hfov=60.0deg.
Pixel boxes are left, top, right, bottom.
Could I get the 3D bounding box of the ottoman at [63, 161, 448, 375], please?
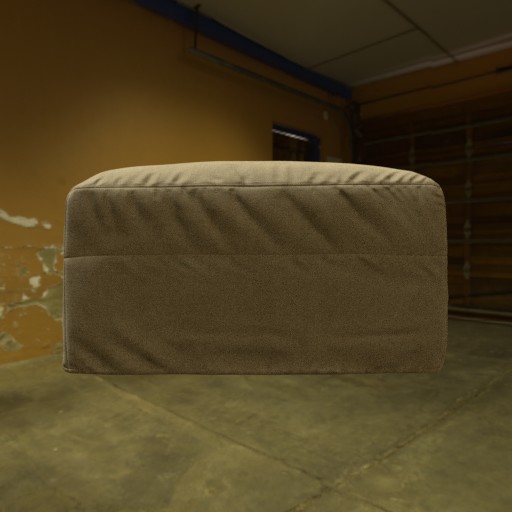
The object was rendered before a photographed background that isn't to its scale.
[{"bbox_3d":[0.000,0.000,1.233,0.837,0.481,0.683,0,1,0],"label":"ottoman"}]
